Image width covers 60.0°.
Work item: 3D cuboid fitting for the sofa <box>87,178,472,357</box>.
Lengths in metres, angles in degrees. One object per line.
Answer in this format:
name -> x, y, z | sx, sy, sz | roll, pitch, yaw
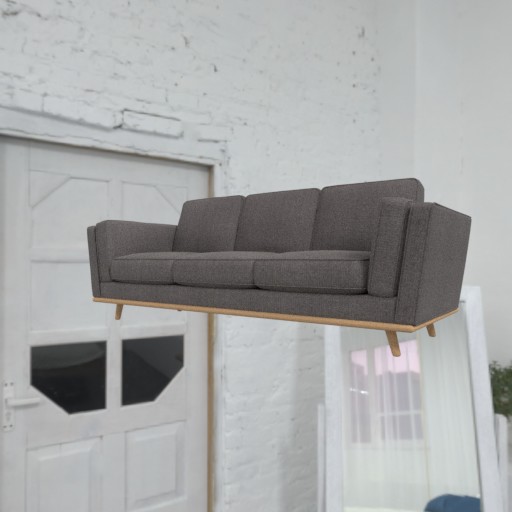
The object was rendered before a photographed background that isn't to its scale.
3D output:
sofa -> 0.000, 0.000, 2.800 | 2.362, 0.899, 0.903 | 0, 0, 36
